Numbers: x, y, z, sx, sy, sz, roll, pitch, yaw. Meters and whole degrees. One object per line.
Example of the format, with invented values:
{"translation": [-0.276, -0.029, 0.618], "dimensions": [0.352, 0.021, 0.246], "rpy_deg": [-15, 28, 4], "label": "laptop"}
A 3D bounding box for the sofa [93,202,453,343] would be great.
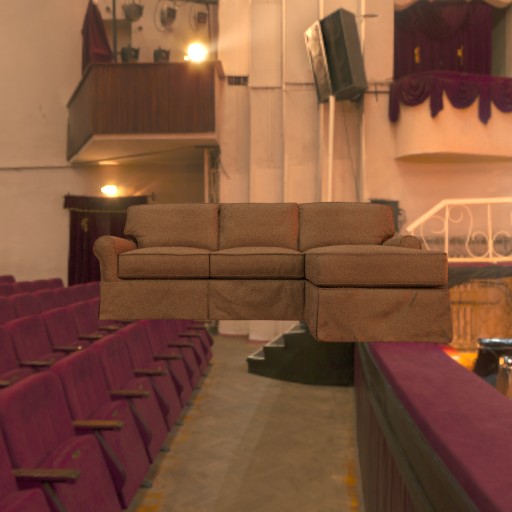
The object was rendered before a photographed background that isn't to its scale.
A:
{"translation": [0.000, 0.000, 3.324], "dimensions": [2.475, 0.978, 1.733], "rpy_deg": [0, 0, 2], "label": "sofa"}
